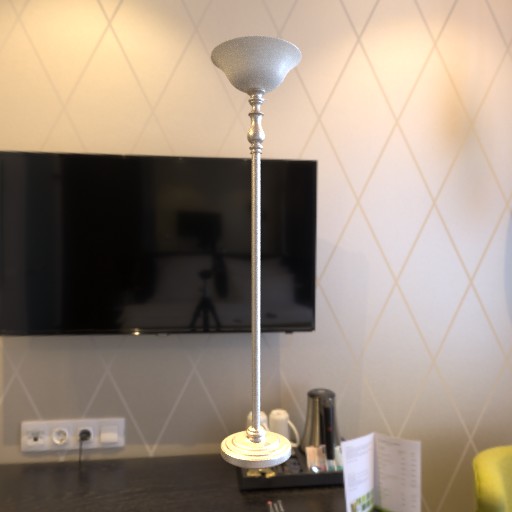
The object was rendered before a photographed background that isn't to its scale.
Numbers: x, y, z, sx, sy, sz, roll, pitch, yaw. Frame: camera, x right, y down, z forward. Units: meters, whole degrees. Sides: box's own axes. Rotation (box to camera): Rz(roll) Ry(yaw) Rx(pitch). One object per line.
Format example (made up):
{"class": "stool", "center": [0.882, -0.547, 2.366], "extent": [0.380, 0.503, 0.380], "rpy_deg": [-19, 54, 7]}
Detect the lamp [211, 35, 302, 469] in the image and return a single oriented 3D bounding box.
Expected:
{"class": "lamp", "center": [0.000, 0.000, 1.980], "extent": [0.405, 1.771, 0.405], "rpy_deg": [0, 0, -37]}
